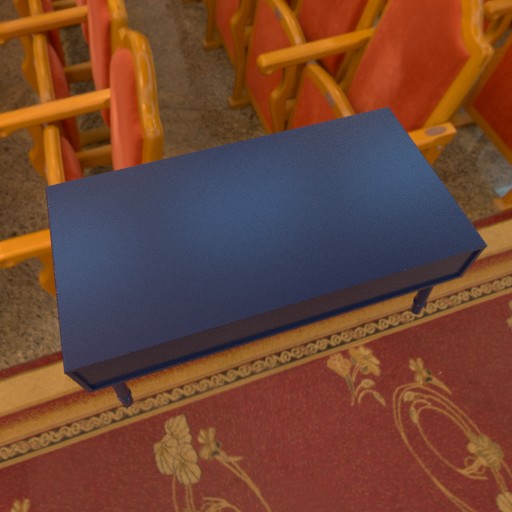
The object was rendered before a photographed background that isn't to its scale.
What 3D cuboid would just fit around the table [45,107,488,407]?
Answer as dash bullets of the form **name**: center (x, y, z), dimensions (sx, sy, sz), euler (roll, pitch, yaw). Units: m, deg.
- **table**: center (0.000, 0.000, 1.384), dimensions (1.067, 0.457, 0.572), euler (-16, 60, -9)
